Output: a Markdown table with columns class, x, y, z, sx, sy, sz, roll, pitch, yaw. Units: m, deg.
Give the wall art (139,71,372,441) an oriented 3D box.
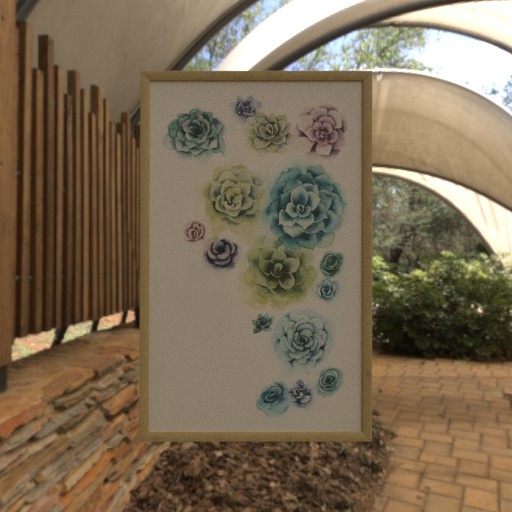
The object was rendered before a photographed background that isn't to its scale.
| class | x | y | z | sx | sy | sz | roll | pitch | yaw |
| --- | --- | --- | --- | --- | --- | --- | --- | --- | --- |
| wall art | 0.000 | 0.000 | 0.984 | 0.510 | 0.810 | 0.039 | 0 | -1 | 0 |
